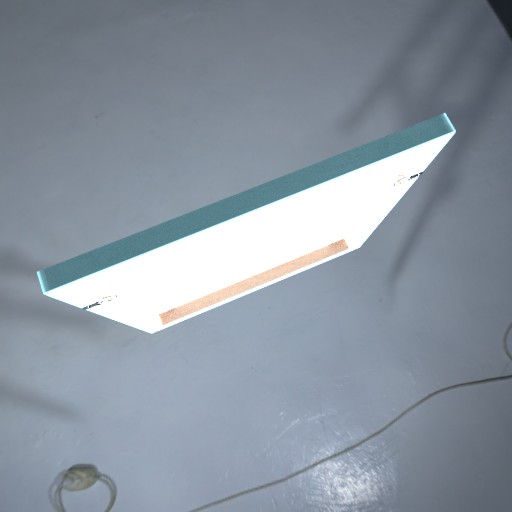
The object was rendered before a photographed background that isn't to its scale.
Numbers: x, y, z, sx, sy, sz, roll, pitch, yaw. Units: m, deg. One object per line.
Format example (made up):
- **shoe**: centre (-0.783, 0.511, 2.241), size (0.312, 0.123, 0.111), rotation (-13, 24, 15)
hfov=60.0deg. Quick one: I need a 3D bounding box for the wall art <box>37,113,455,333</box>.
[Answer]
- **wall art**: centre (0.000, 0.000, 1.584), size (1.071, 1.073, 0.070), rotation (-22, 77, -6)
